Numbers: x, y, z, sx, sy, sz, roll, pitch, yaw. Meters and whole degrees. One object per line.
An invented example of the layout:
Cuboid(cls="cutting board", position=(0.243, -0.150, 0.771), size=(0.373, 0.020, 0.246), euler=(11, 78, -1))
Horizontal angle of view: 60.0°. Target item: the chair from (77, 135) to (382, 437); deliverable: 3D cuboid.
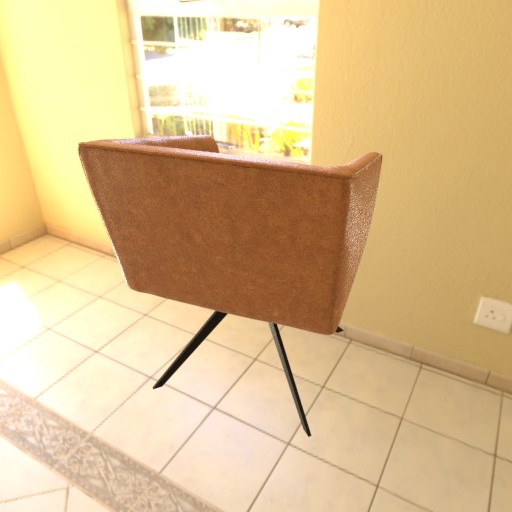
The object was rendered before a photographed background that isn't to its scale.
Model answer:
Cuboid(cls="chair", position=(0.000, 0.000, 1.264), size=(0.588, 0.760, 0.625), euler=(11, 32, 18))
